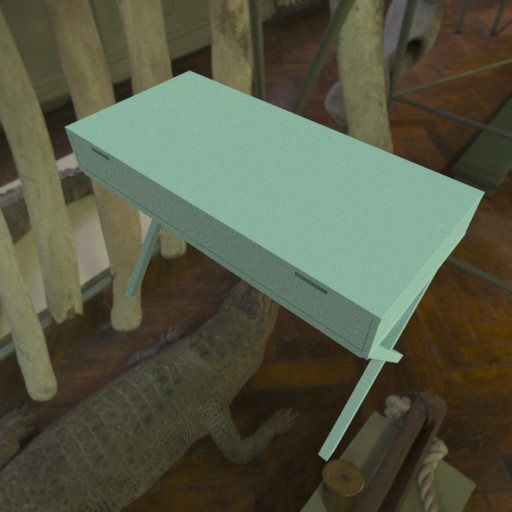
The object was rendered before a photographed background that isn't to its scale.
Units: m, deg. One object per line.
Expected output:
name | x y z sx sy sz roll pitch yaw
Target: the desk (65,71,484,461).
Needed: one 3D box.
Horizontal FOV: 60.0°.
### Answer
desk | 0.000 0.000 1.484 1.059 0.780 0.509 32 54 27
